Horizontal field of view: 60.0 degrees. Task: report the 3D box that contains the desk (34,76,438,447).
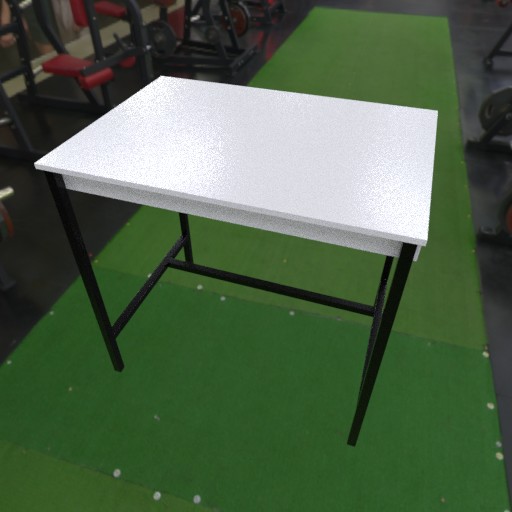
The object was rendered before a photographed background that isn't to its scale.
[{"bbox_3d":[0.000,0.000,1.307,0.811,0.766,0.573,13,42,14],"label":"desk"}]
